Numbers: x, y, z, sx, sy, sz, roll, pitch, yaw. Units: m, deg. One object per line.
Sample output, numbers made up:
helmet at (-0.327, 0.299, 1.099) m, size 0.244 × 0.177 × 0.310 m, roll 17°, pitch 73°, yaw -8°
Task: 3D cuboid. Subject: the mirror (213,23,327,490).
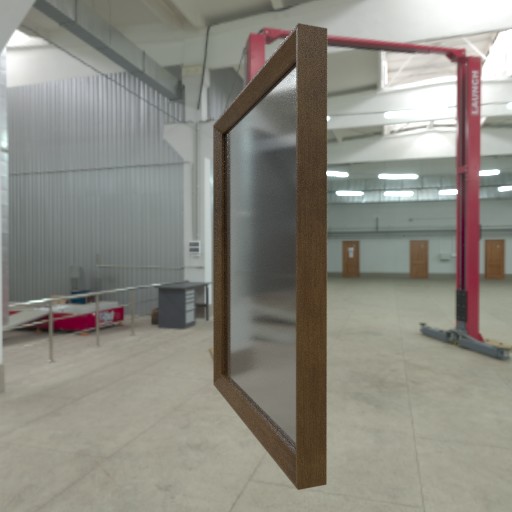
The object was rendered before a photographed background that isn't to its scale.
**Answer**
mirror at (0.000, 0.000, 0.681) m, size 0.041 × 0.509 × 0.406 m, roll 0°, pitch 1°, yaw -19°
